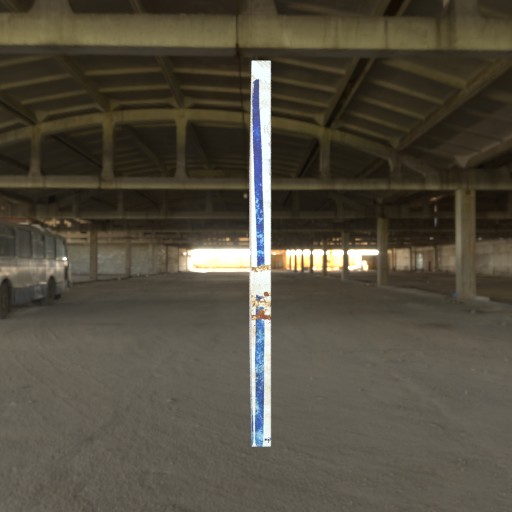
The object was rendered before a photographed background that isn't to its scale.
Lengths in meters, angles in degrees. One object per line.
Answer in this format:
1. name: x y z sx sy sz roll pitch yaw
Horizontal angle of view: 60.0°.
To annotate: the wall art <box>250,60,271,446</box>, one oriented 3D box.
1. wall art: 0.000 0.000 1.440 0.038 0.757 1.143 0 -1 -1
